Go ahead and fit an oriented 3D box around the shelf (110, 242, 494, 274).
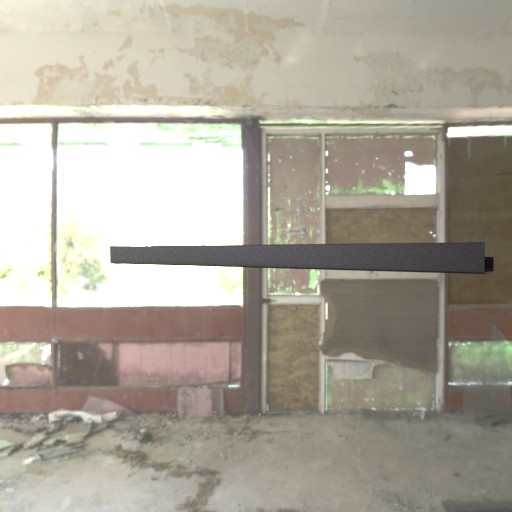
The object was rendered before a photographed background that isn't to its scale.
[{"bbox_3d":[0.000,0.000,0.981,0.924,0.049,0.092,0,1,36],"label":"shelf"}]
